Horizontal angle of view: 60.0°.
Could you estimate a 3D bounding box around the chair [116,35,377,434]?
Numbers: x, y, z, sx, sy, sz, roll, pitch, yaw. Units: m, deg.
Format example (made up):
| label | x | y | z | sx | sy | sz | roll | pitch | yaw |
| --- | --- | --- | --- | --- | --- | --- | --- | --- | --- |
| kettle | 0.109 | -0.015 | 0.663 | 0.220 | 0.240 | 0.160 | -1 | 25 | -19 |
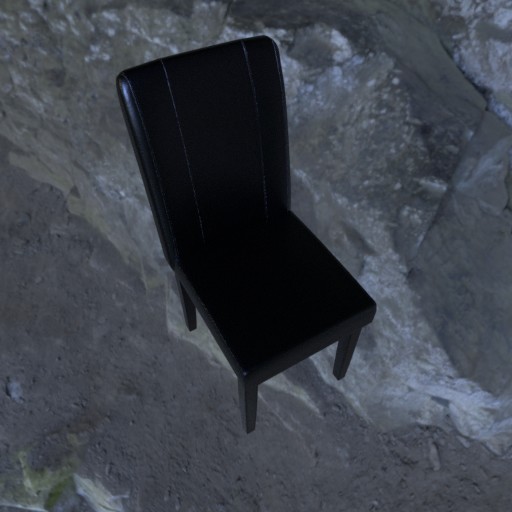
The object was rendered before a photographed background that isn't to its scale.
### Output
| label | x | y | z | sx | sy | sz | roll | pitch | yaw |
| --- | --- | --- | --- | --- | --- | --- | --- | --- | --- |
| chair | 0.000 | 0.000 | 1.184 | 0.399 | 0.897 | 0.556 | -24 | 53 | -19 |
